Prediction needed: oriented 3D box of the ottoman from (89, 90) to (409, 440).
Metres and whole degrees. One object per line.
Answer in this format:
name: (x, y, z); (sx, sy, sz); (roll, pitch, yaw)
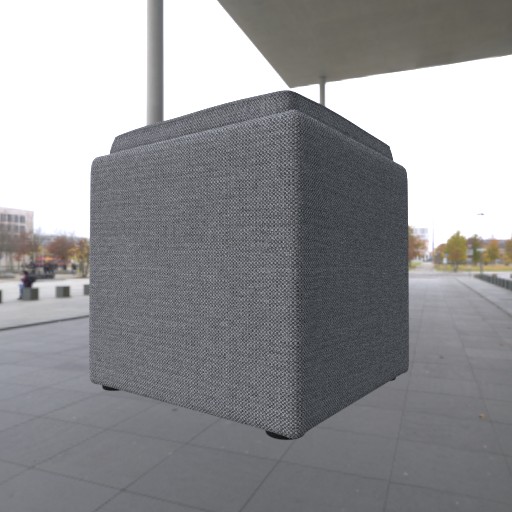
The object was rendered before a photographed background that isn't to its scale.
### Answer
ottoman: (0.000, 0.000, 0.857); (0.454, 0.487, 0.436); (-1, -1, 37)
